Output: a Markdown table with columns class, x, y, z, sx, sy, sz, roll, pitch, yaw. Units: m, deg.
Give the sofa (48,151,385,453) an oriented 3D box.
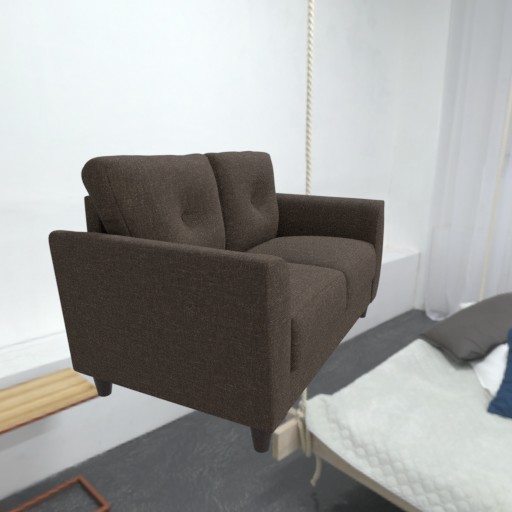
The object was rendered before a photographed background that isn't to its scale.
| class | x | y | z | sx | sy | sz | roll | pitch | yaw |
| --- | --- | --- | --- | --- | --- | --- | --- | --- | --- |
| sofa | 0.000 | 0.000 | 1.950 | 0.851 | 0.885 | 1.423 | 7 | 16 | 26 |
